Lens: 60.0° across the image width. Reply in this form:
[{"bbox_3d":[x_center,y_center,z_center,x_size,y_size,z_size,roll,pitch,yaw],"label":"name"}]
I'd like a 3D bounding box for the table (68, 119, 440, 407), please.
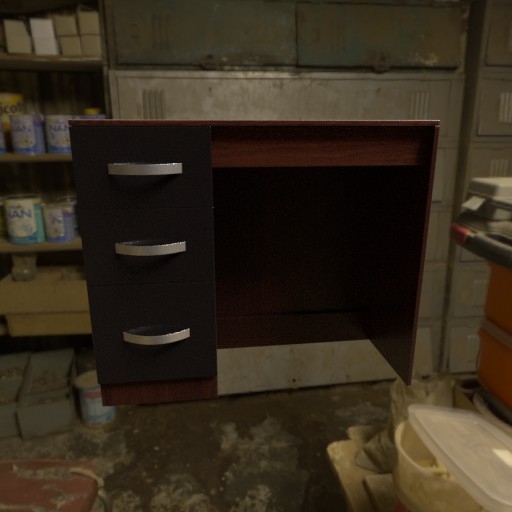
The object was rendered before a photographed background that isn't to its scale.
[{"bbox_3d":[0.000,0.000,1.353,0.930,0.790,0.380,-2,16,-7],"label":"table"}]
